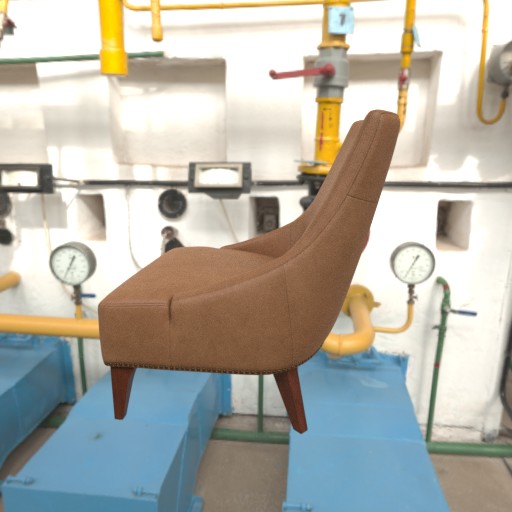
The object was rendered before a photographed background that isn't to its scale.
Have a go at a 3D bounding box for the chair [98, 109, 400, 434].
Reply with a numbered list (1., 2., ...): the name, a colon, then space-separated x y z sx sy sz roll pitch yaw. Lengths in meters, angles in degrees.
1. chair: 0.000 0.000 1.508 0.861 0.909 0.701 2 14 8
